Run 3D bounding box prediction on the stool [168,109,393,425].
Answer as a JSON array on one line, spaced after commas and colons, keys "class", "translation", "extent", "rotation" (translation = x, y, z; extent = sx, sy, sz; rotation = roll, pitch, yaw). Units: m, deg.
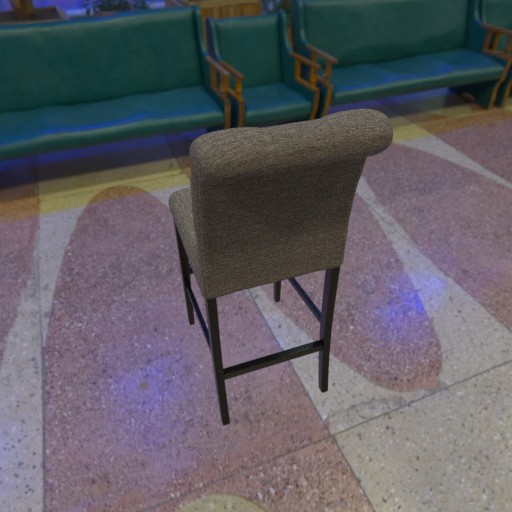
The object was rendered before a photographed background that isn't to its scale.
[{"class": "stool", "translation": [0.000, 0.000, 1.466], "extent": [0.452, 1.131, 0.613], "rotation": [-13, 43, -15]}]
